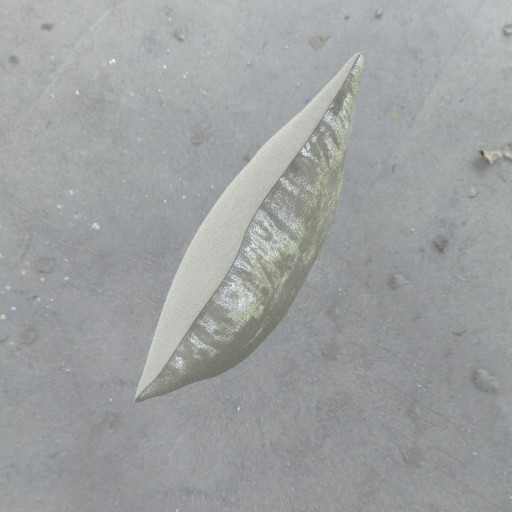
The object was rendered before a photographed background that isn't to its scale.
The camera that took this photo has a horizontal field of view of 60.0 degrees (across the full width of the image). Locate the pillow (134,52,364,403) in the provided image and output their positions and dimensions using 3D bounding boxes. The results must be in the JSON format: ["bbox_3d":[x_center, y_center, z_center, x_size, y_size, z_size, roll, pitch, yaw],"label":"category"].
[{"bbox_3d":[0.000,0.000,0.701,0.175,0.464,0.470,32,79,7],"label":"pillow"}]
